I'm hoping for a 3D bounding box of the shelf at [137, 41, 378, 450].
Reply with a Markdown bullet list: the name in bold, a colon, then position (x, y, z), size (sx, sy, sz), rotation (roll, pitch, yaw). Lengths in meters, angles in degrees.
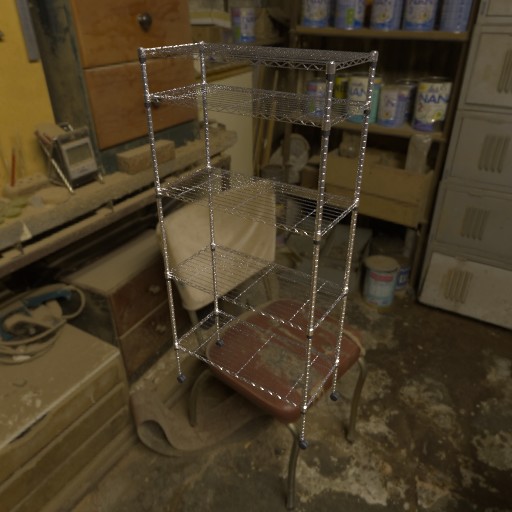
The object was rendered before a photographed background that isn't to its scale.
- **shelf**: position (0.000, 0.000, 1.872), size (0.762, 1.587, 0.356), rotation (18, 35, 28)
